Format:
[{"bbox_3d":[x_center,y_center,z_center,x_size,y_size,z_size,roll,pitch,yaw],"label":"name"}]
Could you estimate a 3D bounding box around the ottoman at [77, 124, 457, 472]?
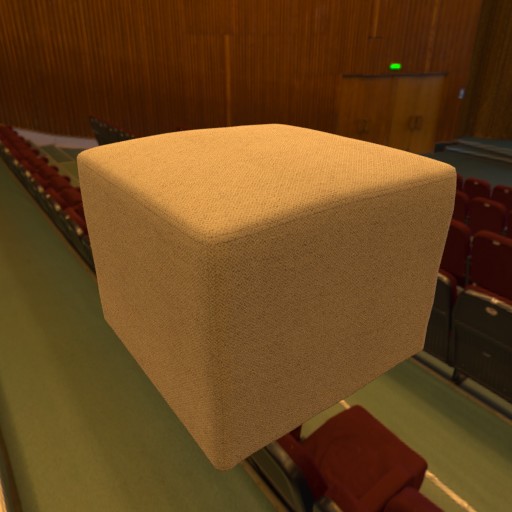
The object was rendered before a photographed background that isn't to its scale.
[{"bbox_3d":[0.000,0.000,0.891,0.512,0.453,0.521,-18,32,-32],"label":"ottoman"}]
